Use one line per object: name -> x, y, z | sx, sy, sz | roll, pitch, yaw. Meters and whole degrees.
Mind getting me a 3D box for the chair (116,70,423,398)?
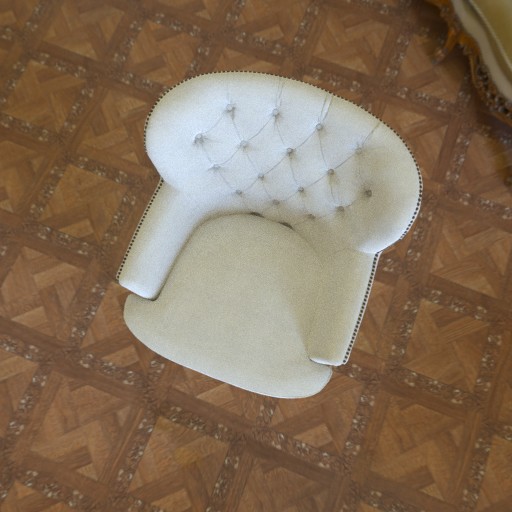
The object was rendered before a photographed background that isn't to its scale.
chair -> 0.000, 0.000, 1.612 | 0.848, 0.868, 0.906 | 20, 76, 5
